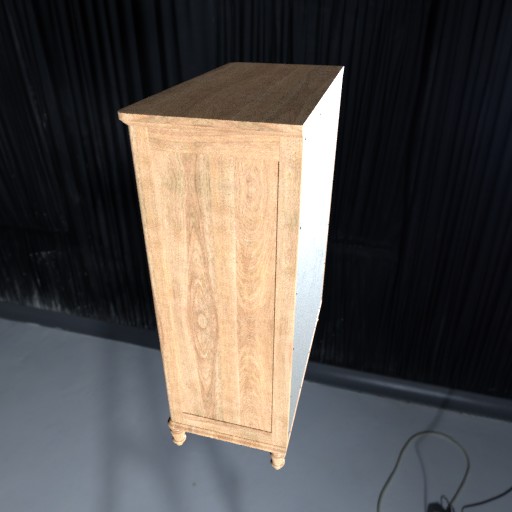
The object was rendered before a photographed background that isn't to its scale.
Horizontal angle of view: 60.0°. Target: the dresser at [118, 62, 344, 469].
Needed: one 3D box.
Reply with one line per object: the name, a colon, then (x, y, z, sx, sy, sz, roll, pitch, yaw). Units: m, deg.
dresser: (0.000, 0.000, 1.795, 0.484, 1.318, 0.973, 8, 32, 13)
